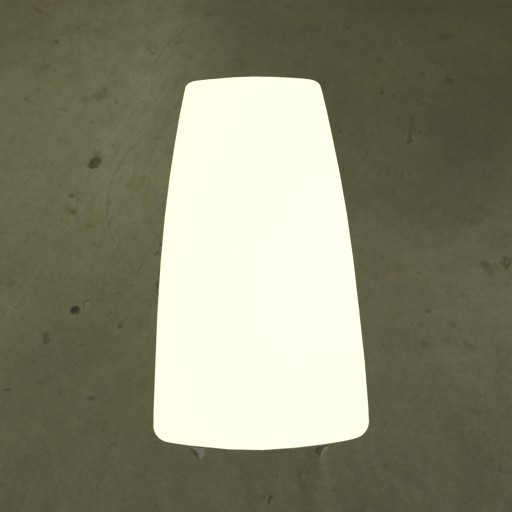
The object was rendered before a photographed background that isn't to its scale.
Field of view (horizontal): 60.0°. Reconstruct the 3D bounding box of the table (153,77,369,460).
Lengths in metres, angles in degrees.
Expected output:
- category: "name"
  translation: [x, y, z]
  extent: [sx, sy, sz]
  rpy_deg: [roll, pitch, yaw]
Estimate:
- category: "table"
  translation: [0.000, 0.000, 1.568]
  extent: [0.561, 0.474, 1.334]
  rpy_deg: [-1, 59, -1]
